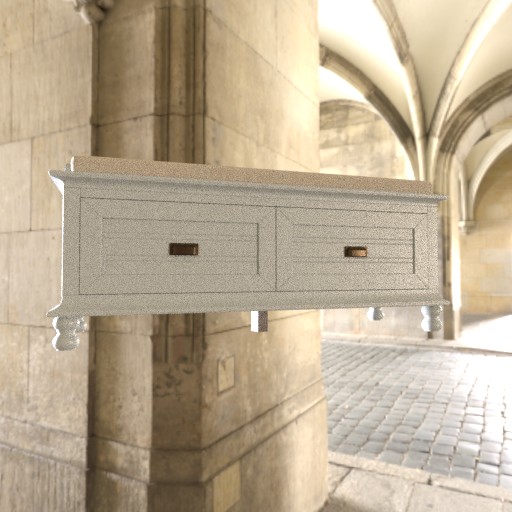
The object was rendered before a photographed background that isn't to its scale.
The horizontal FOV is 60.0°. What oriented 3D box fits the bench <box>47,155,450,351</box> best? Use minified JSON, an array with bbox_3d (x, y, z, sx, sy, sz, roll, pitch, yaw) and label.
[{"bbox_3d":[0.000,0.000,1.439,1.185,0.486,0.402,1,-2,-18],"label":"bench"}]
